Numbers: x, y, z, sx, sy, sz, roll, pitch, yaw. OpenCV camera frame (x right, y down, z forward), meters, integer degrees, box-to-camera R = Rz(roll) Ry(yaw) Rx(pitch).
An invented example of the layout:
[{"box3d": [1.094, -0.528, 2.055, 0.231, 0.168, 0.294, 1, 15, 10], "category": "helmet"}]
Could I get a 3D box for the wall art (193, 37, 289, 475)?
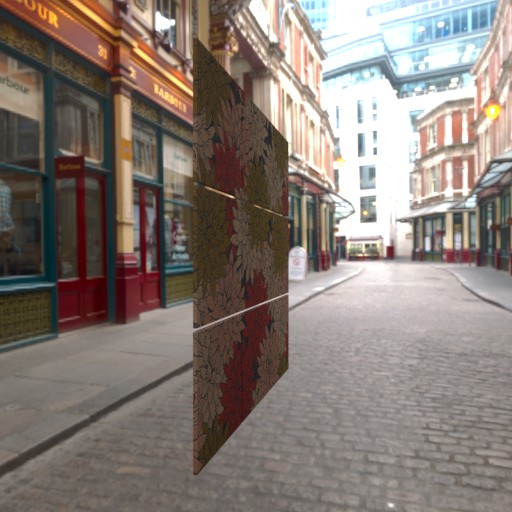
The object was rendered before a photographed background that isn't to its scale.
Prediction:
[{"box3d": [0.000, 0.000, 1.812, 0.013, 1.218, 1.206, 0, 0, 16], "category": "wall art"}]
